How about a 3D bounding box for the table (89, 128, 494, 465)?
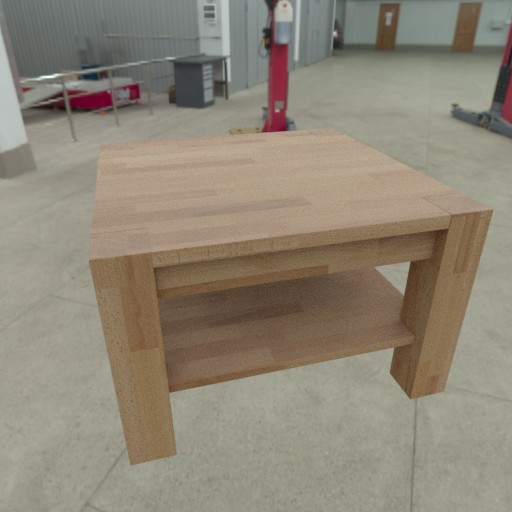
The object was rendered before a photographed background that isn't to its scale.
[{"bbox_3d":[0.000,0.000,1.124,0.700,0.451,0.700,-8,29,-14],"label":"table"}]
